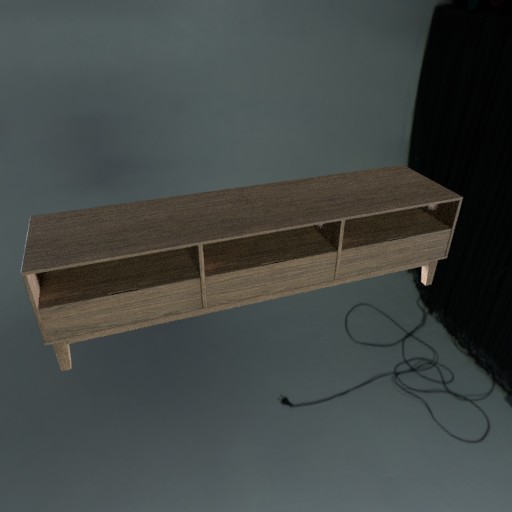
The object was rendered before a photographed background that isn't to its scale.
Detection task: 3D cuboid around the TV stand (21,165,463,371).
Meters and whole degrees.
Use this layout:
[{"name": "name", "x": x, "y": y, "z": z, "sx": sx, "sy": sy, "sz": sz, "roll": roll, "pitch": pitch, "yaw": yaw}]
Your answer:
[{"name": "TV stand", "x": 0.000, "y": 0.000, "z": 1.665, "sx": 1.482, "sy": 0.409, "sz": 0.366, "roll": -11, "pitch": 33, "yaw": -17}]
